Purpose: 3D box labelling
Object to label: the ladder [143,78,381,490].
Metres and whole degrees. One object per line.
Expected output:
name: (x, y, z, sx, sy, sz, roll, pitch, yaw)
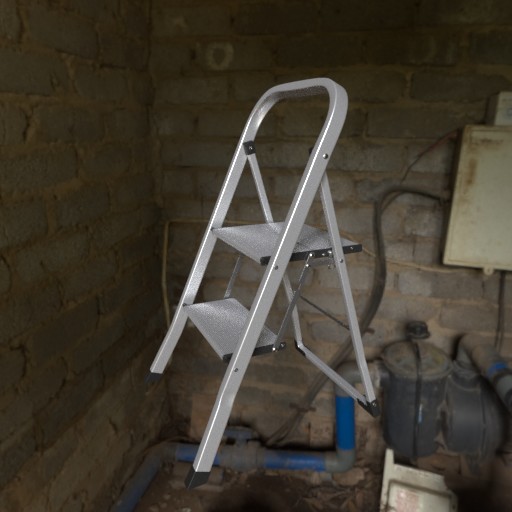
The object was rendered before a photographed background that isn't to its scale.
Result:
ladder: (0.000, 0.000, 1.114, 0.530, 0.830, 0.465, -7, 18, -24)
